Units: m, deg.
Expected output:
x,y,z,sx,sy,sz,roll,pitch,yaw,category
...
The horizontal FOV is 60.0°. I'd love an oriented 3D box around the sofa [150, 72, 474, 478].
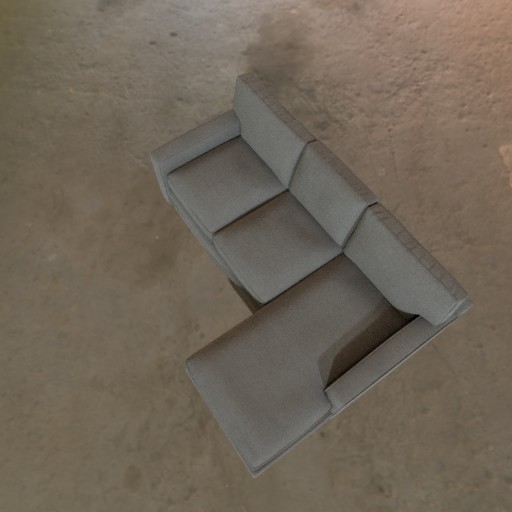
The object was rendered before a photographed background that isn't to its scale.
x,y,z,sx,sy,sz,roll,pitch,yaw,category
0.000,0.000,2.845,1.496,0.861,2.087,-32,67,-15,sofa
